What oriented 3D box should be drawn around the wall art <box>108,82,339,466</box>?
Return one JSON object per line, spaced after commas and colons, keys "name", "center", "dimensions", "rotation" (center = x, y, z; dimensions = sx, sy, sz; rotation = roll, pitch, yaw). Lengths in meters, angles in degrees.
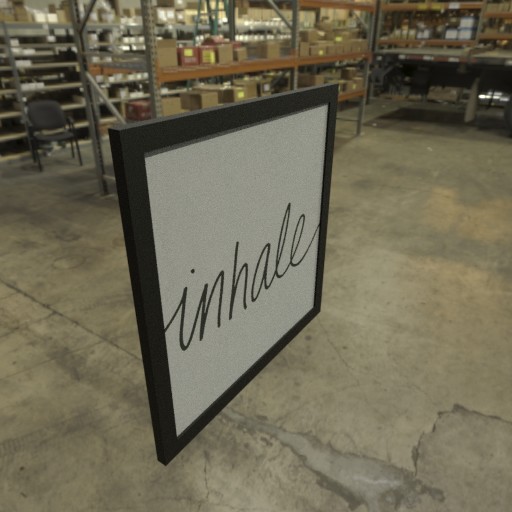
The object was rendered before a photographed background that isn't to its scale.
{"name": "wall art", "center": [0.000, 0.000, 0.528], "dimensions": [0.013, 0.356, 0.356], "rotation": [18, 32, 31]}
